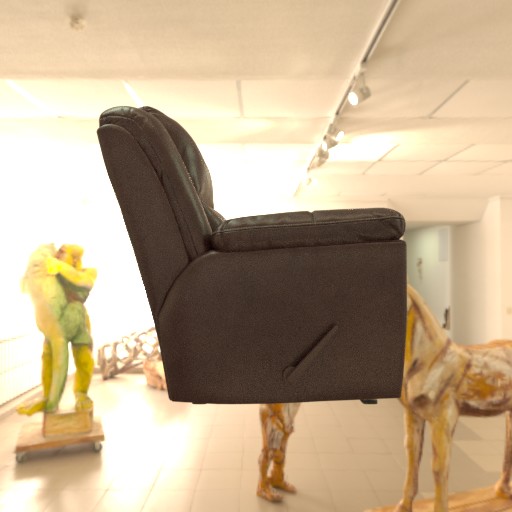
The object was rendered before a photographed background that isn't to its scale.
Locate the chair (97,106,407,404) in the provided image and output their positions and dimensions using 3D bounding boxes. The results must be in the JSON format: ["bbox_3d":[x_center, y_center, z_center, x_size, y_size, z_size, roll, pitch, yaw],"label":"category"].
[{"bbox_3d":[0.000,0.000,1.851,1.041,1.093,0.990,0,-1,0],"label":"chair"}]
